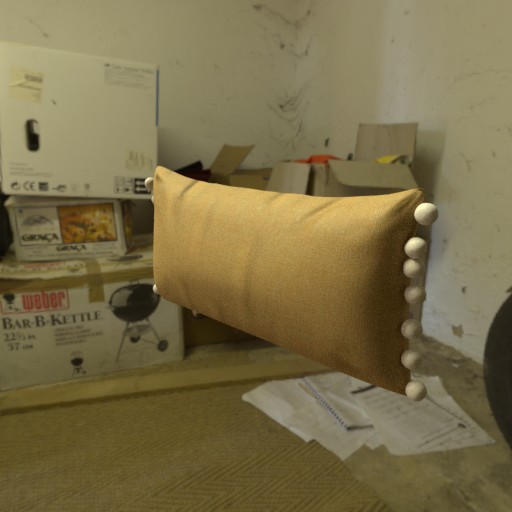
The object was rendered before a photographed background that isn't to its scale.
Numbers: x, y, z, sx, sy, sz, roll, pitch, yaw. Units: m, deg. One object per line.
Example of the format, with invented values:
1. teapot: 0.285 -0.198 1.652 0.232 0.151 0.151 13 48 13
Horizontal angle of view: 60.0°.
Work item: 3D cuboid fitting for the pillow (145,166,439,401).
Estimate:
1. pillow: 0.000 0.000 0.846 0.201 0.322 0.709 -13 18 -43
